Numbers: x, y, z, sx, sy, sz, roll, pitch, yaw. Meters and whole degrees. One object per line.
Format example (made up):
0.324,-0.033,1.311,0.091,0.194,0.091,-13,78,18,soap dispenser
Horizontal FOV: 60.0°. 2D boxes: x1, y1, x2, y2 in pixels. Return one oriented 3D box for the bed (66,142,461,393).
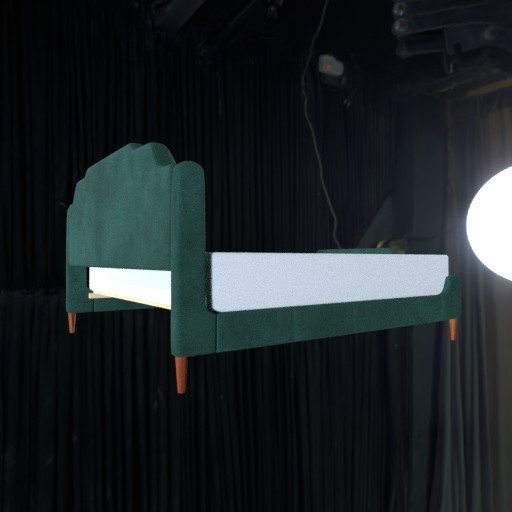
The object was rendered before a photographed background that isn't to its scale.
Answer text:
0.000,0.000,3.462,2.340,1.245,2.074,0,-1,-36,bed
